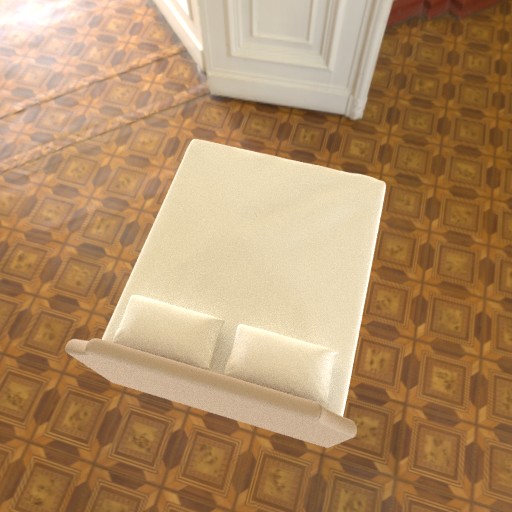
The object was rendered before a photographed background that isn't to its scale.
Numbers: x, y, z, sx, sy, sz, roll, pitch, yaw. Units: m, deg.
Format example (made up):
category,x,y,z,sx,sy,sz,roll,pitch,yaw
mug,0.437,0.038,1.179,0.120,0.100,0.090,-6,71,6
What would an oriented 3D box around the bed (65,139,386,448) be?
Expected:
category,x,y,z,sx,sy,sz,roll,pitch,yaw
bed,0.000,0.000,4.189,2.350,1.590,2.773,14,64,7
